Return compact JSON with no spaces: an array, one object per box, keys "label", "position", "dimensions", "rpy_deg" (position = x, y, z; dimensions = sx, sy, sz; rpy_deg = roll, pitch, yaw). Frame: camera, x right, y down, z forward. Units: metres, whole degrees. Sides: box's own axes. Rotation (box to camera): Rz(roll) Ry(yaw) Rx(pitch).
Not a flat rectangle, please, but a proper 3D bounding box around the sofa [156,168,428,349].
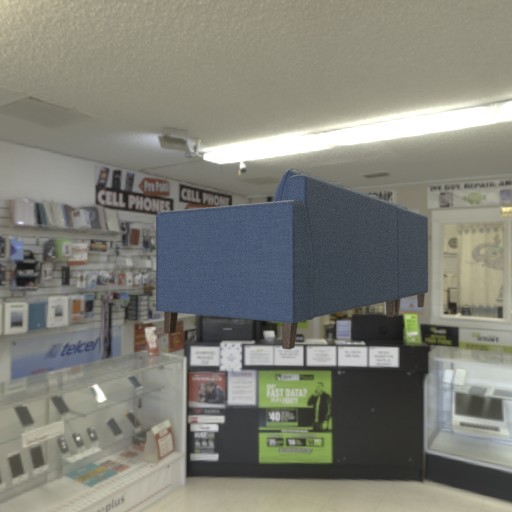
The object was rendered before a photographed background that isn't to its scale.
[{"label":"sofa","position":[0.000,0.000,3.124],"dimensions":[1.829,0.787,2.120],"rpy_deg":[-1,-1,35]}]
